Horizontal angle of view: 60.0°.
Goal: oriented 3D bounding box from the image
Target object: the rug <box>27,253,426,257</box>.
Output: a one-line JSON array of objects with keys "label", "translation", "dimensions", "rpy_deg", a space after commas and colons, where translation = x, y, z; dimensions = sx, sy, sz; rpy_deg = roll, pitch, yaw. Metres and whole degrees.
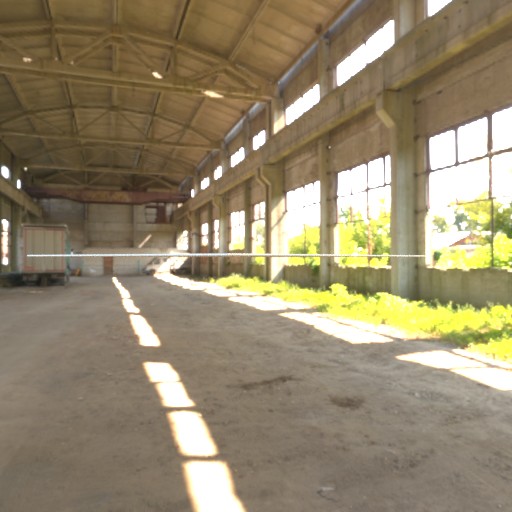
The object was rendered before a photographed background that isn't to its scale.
[{"label": "rug", "translation": [0.000, 0.000, 2.356], "dimensions": [1.225, 0.008, 1.827], "rpy_deg": [0, 0, 38]}]
